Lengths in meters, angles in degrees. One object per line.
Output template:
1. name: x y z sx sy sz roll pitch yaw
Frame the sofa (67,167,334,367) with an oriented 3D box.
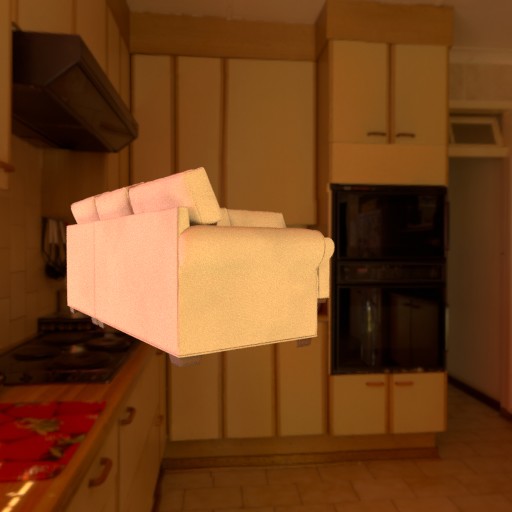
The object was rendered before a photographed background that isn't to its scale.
1. sofa: 0.000 0.000 3.846 2.562 1.053 2.487 -1 1 -35
